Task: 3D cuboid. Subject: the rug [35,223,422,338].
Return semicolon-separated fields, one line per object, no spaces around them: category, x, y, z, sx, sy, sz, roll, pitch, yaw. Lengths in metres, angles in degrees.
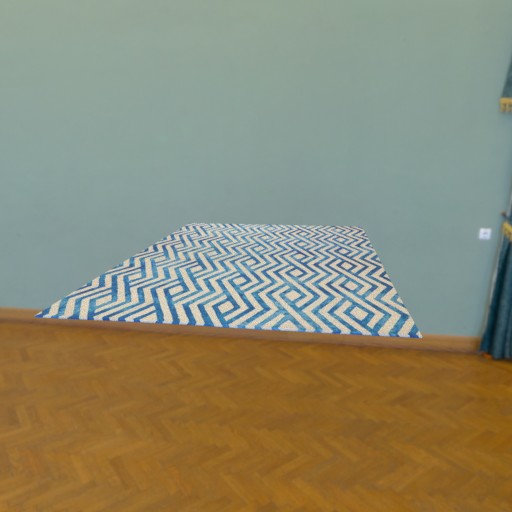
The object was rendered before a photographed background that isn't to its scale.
rug;0.000;0.000;2.250;1.225;0.008;1.830;2;14;7
